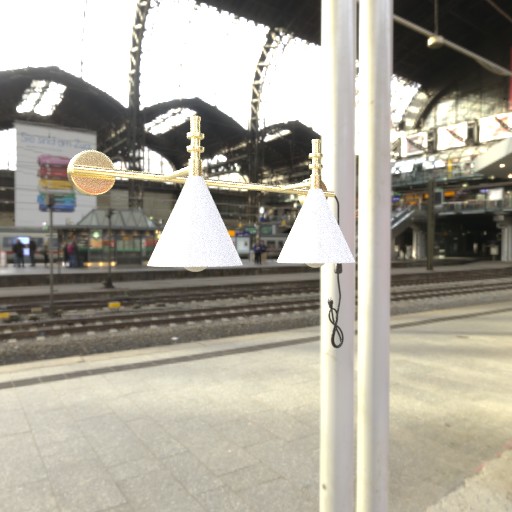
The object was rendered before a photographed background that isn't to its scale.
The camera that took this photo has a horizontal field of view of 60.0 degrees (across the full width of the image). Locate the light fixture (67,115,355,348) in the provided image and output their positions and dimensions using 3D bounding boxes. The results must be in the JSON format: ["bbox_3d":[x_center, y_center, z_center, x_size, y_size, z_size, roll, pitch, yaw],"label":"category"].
[{"bbox_3d":[0.000,0.000,0.865,0.642,0.468,0.239,-1,1,-35],"label":"light fixture"}]
